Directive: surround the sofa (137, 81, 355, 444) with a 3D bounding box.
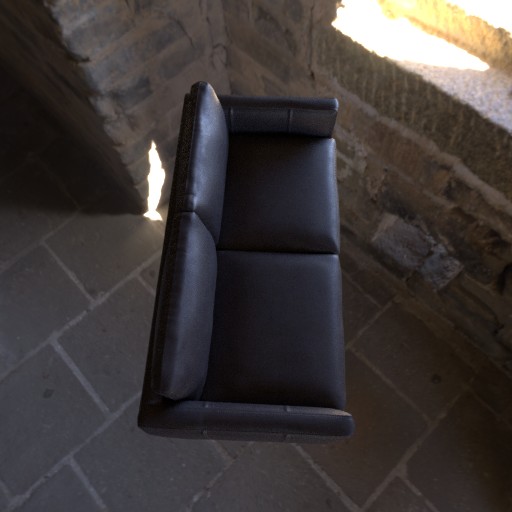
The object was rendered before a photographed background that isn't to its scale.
[{"bbox_3d":[0.000,0.000,2.319,0.947,0.883,1.805,0,65,0],"label":"sofa"}]
